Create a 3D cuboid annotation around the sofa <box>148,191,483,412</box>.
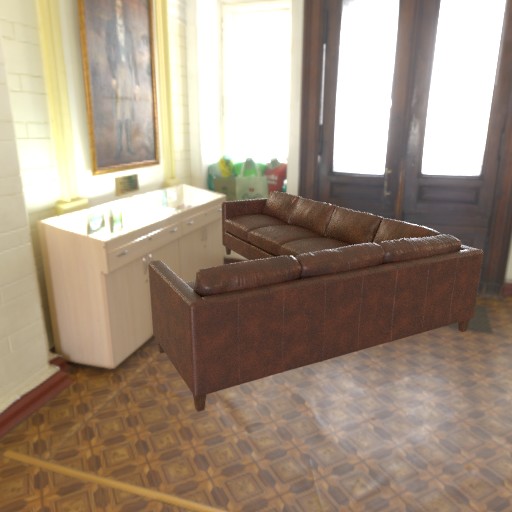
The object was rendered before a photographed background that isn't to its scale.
[{"bbox_3d":[0.000,0.000,4.359,2.438,0.836,3.152,-8,18,-26],"label":"sofa"}]
